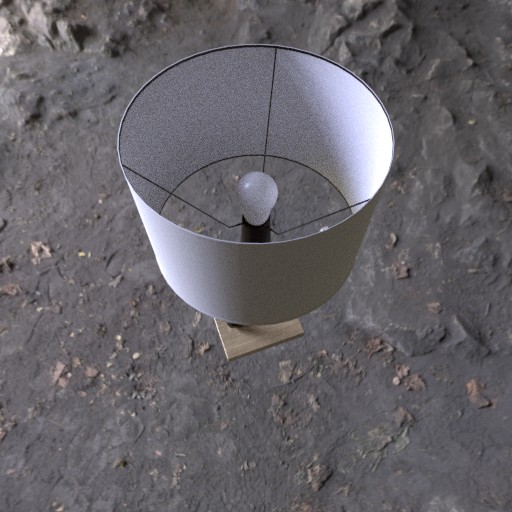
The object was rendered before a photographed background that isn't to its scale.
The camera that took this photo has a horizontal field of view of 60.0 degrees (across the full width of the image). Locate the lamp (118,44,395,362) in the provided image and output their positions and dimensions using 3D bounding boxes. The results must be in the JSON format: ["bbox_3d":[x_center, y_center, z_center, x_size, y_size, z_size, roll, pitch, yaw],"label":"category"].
[{"bbox_3d":[0.000,0.000,0.669,0.279,0.508,0.279,-17,61,-10],"label":"lamp"}]
